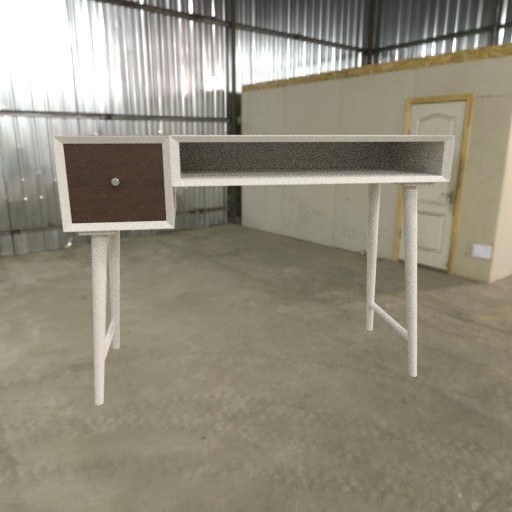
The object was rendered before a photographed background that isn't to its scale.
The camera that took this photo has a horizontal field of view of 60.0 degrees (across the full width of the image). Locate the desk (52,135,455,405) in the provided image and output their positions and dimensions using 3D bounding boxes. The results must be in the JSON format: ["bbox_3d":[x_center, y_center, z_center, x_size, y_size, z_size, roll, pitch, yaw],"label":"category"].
[{"bbox_3d":[0.000,0.000,1.447,1.069,0.761,0.409,-2,16,-9],"label":"desk"}]
